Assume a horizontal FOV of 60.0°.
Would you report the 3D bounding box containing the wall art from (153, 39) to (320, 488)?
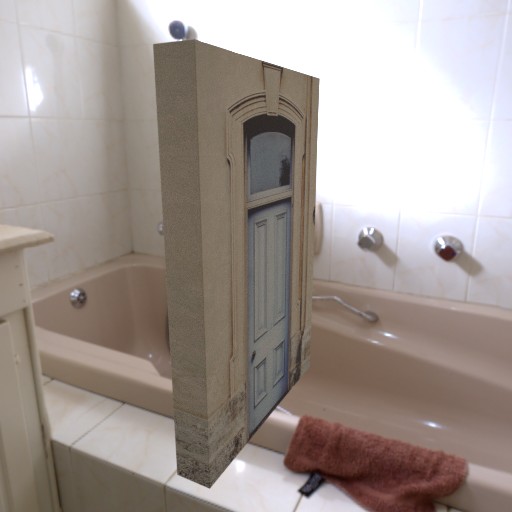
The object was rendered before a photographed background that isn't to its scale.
[{"bbox_3d":[0.000,0.000,0.477,0.038,0.381,0.254,8,17,27],"label":"wall art"}]
